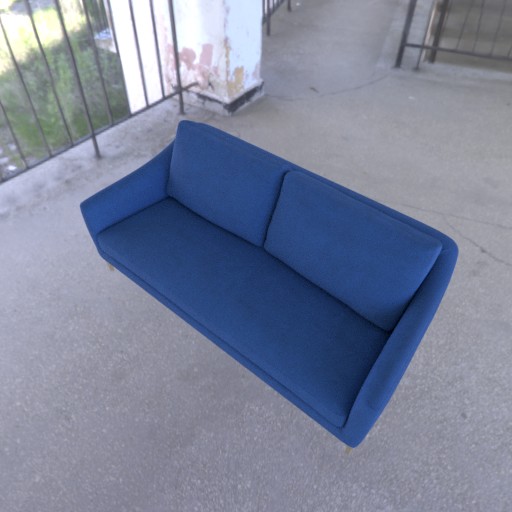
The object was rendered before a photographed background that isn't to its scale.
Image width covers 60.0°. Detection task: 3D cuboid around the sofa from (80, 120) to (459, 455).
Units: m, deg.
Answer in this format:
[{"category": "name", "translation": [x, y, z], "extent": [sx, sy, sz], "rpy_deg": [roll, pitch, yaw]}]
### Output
[{"category": "sofa", "translation": [0.000, 0.000, 2.554], "extent": [2.036, 0.903, 0.960], "rpy_deg": [31, 53, 27]}]
